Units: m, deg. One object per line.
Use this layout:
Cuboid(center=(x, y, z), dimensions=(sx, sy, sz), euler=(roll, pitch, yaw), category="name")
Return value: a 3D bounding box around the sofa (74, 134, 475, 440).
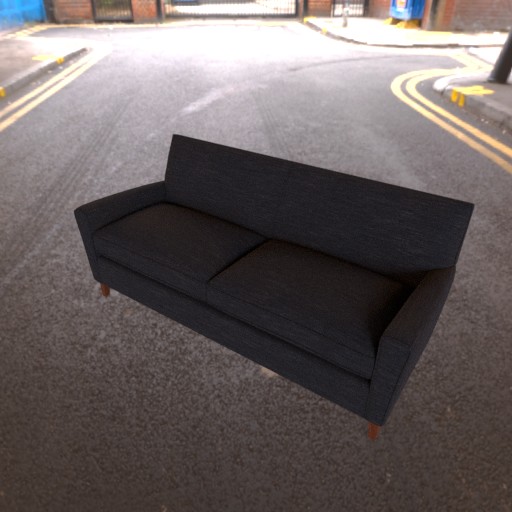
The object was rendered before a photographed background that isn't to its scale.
Cuboid(center=(0.000, 0.000, 2.453), dimensions=(1.976, 0.846, 0.875), euler=(20, 37, 29), category="sofa")
